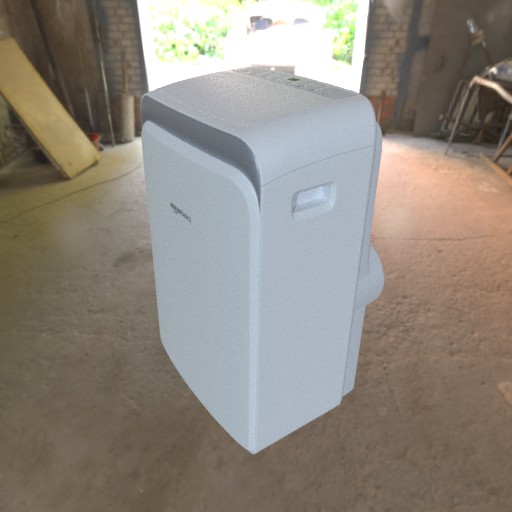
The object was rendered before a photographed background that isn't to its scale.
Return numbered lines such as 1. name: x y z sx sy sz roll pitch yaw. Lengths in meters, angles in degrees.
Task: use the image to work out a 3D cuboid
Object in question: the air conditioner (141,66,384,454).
1. air conditioner: 0.000 0.000 0.954 0.365 0.700 0.454 -21 39 -30
